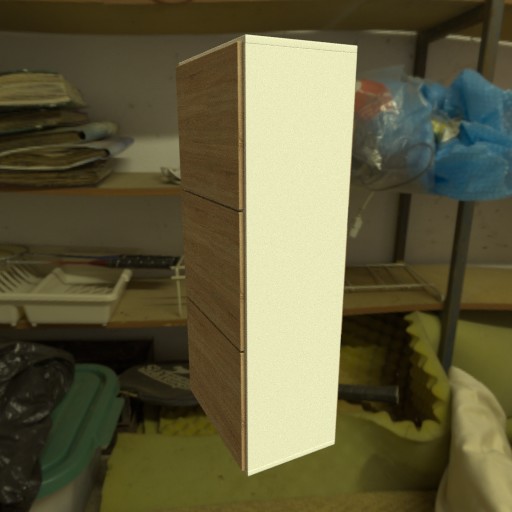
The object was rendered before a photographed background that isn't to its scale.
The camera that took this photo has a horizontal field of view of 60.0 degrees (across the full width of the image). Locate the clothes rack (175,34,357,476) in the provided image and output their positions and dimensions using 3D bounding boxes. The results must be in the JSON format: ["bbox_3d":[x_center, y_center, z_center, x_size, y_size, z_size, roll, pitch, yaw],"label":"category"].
[{"bbox_3d":[0.000,0.000,1.425,0.331,1.187,0.500,-8,18,-25],"label":"clothes rack"}]
